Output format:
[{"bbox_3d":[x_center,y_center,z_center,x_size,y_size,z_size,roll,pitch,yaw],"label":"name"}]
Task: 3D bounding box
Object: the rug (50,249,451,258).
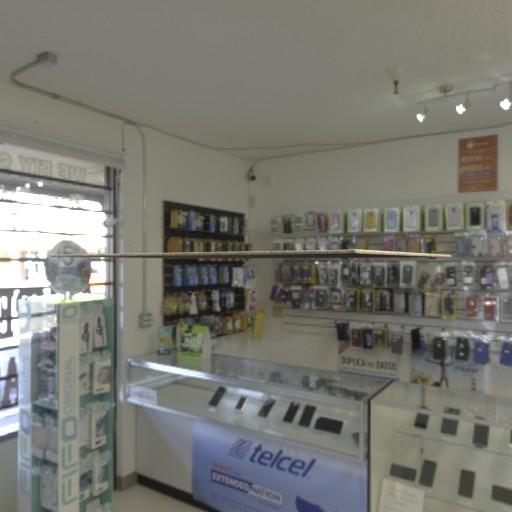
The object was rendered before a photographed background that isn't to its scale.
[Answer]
[{"bbox_3d":[0.000,0.000,4.281,3.049,0.025,2.449,-1,-1,35],"label":"rug"}]
